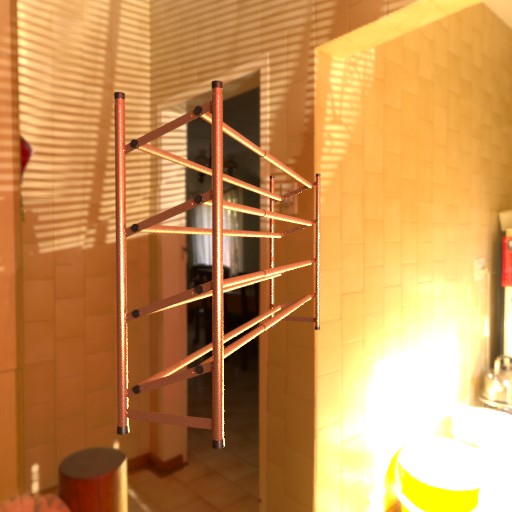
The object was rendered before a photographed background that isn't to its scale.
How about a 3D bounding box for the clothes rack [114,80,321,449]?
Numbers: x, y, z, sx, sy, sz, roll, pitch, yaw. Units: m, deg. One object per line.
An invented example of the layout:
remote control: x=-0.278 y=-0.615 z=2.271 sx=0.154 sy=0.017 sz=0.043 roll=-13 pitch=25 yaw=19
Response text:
clothes rack: x=0.000 y=0.000 z=1.392 sx=0.229 sy=0.672 sz=1.168 roll=1 pitch=2 yaw=17
